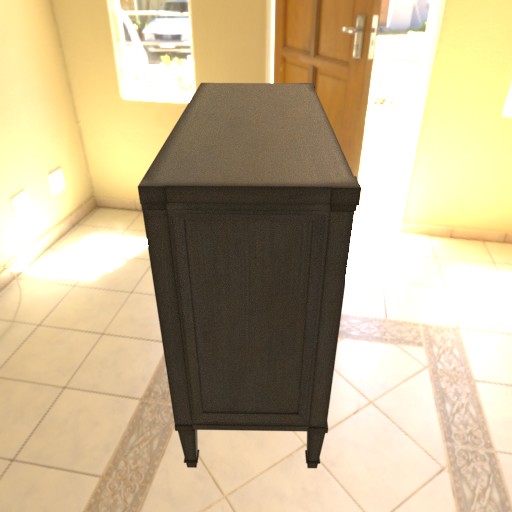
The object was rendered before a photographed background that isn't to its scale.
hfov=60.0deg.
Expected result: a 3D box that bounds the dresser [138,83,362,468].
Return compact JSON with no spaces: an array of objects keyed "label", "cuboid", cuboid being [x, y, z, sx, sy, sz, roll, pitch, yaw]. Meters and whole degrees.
[{"label":"dresser","cuboid":[0.000,0.000,1.601,0.463,0.986,1.049,1,32,1]}]
